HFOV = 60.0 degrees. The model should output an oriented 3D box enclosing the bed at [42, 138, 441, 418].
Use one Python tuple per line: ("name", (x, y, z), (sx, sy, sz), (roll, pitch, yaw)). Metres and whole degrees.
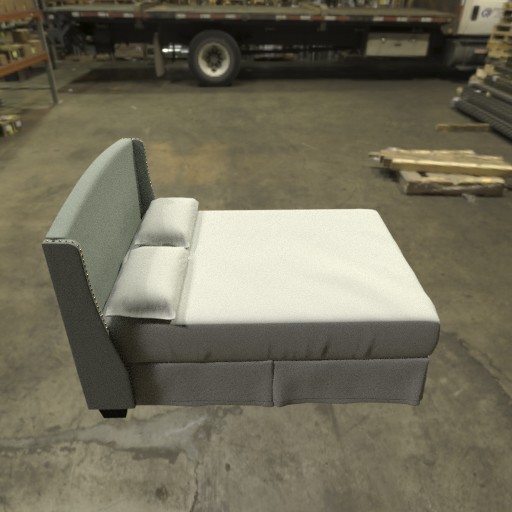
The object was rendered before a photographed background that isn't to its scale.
("bed", (0.000, 0.000, 3.257), (2.237, 1.407, 1.710), (-1, 32, -1))
